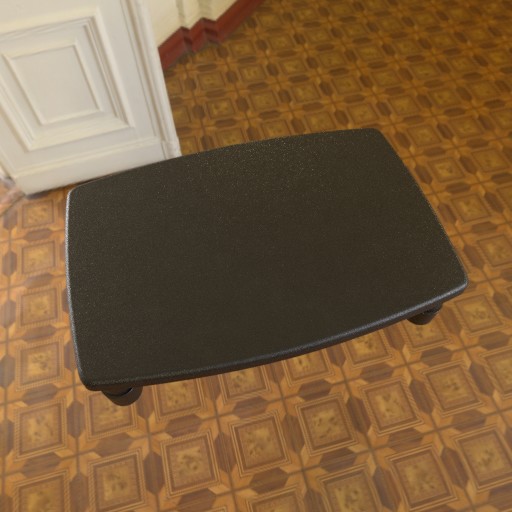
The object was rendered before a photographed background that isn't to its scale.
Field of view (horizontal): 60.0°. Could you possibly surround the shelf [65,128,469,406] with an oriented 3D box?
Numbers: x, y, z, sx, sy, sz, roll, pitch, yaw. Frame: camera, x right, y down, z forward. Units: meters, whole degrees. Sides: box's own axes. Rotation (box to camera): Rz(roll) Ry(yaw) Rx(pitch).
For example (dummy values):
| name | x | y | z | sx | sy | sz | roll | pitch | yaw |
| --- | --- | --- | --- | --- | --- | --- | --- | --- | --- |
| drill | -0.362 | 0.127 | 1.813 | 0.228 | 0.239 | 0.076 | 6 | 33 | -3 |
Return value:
| name | x | y | z | sx | sy | sz | roll | pitch | yaw |
| --- | --- | --- | --- | --- | --- | --- | --- | --- | --- |
| shelf | 0.000 | 0.000 | 0.525 | 0.410 | 0.100 | 0.280 | -13 | 59 | -8 |
